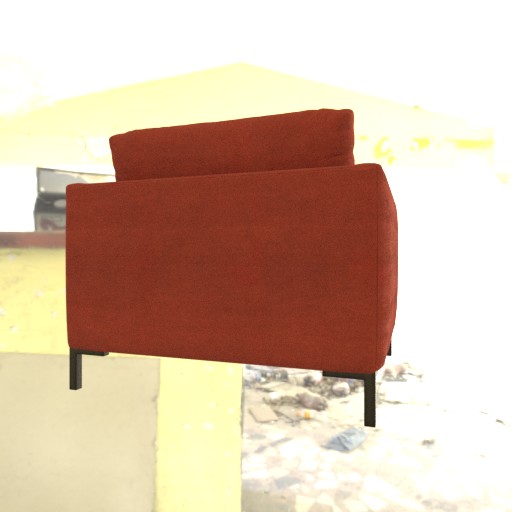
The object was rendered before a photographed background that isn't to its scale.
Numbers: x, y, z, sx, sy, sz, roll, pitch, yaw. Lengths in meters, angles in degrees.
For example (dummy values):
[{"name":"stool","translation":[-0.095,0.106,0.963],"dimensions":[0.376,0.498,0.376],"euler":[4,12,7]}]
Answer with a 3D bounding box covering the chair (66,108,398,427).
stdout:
[{"name":"chair","translation":[0.000,0.000,1.594],"dimensions":[0.964,0.812,0.875],"euler":[0,0,20]}]
